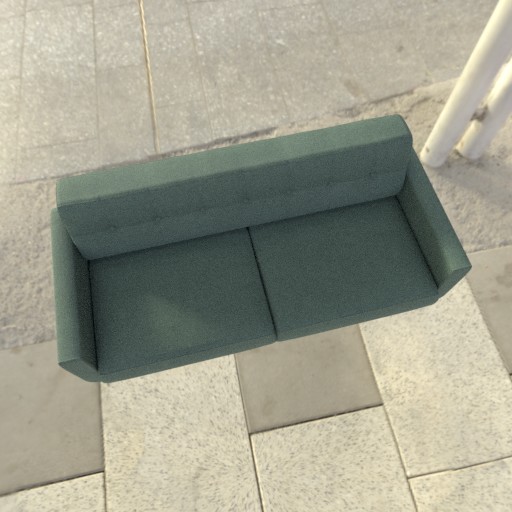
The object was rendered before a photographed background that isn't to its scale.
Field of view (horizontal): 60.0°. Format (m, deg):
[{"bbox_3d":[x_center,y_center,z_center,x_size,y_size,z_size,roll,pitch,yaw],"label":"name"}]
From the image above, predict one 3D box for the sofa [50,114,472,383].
[{"bbox_3d":[0.000,0.000,2.396,2.029,0.841,0.909,-12,65,-6],"label":"sofa"}]
